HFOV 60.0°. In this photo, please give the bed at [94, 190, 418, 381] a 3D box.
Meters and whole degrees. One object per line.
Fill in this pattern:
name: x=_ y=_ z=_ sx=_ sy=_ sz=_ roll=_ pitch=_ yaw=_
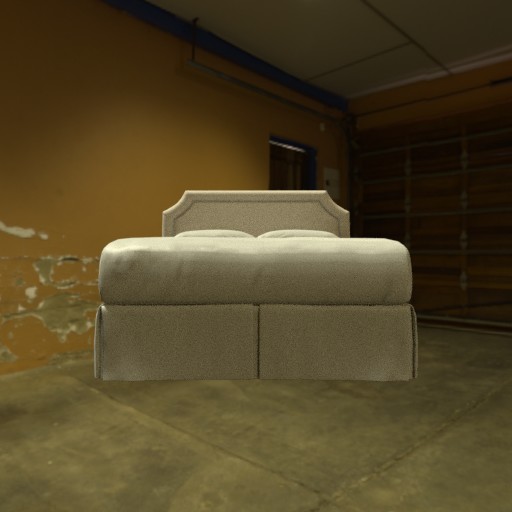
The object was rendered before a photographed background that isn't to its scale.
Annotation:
bed: x=0.000 y=0.000 z=3.289 sx=1.828 sy=1.297 sz=2.164 roll=0 pitch=-1 yaw=0
